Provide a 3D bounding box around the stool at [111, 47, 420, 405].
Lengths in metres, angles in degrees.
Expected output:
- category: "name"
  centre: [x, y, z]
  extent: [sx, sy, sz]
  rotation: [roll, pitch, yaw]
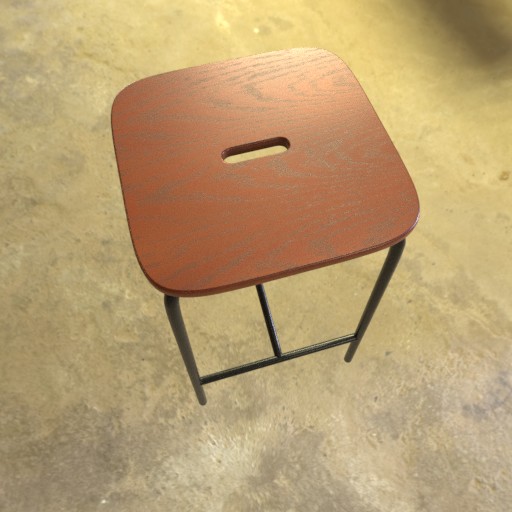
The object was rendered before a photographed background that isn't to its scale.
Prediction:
- category: "stool"
  centre: [0.000, 0.000, 0.853]
  extent: [0.376, 0.610, 0.376]
  rotation: [-14, 64, -7]
